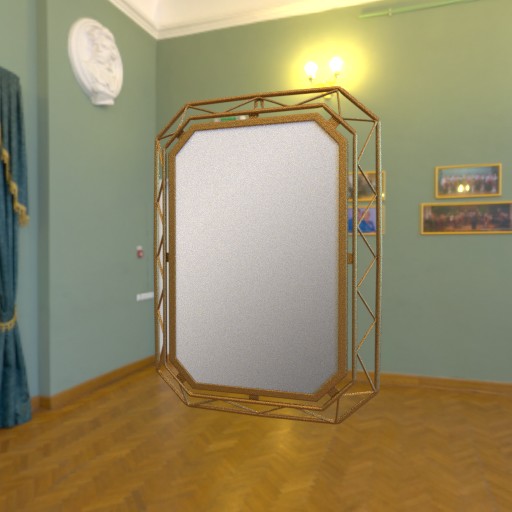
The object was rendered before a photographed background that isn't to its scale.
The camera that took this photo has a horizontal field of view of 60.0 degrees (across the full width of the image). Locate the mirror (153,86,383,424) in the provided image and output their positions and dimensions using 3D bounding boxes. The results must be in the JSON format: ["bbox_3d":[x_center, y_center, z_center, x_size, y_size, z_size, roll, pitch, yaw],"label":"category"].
[{"bbox_3d":[0.000,0.000,0.759,0.417,0.566,0.042,0,1,18],"label":"mirror"}]
